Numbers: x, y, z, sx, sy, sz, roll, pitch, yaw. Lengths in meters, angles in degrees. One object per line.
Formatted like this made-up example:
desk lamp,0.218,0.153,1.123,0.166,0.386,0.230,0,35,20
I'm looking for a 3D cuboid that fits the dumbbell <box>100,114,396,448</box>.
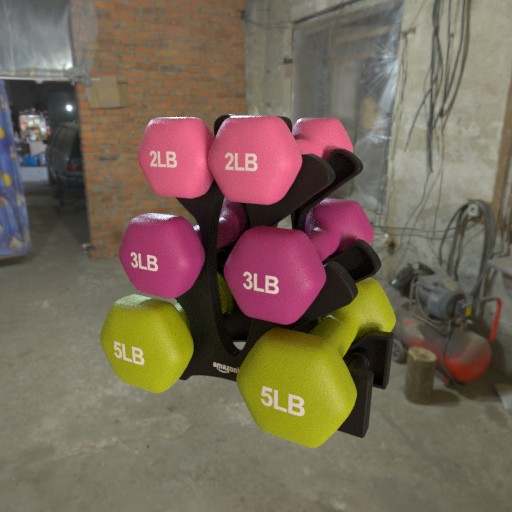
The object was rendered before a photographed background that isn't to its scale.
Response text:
dumbbell,0.000,0.000,0.432,0.257,0.261,0.203,9,19,27
